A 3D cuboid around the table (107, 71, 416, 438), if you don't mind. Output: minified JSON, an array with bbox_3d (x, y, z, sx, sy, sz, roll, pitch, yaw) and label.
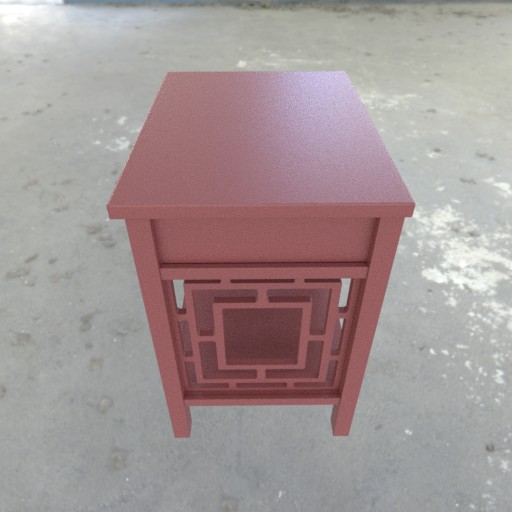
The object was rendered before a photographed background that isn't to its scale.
[{"bbox_3d":[0.000,0.000,1.080,0.451,0.686,0.599,0,40,-1],"label":"table"}]
